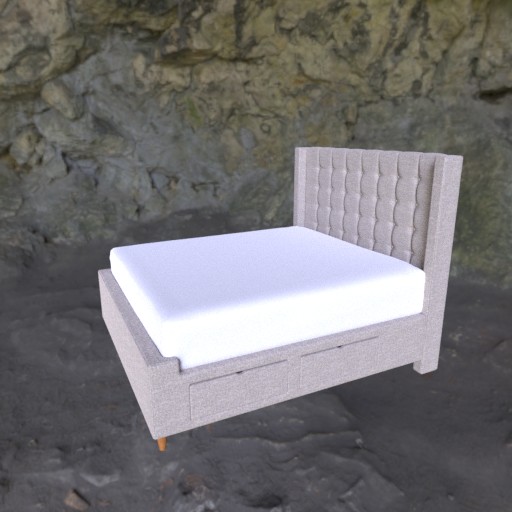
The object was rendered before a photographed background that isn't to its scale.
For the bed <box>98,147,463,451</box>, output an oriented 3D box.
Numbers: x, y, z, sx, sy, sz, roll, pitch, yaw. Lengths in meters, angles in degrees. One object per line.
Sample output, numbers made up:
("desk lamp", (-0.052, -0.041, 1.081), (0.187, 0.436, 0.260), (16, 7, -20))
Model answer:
("bed", (0.000, 0.000, 3.813), (2.372, 1.748, 2.044), (-8, 17, -25))
